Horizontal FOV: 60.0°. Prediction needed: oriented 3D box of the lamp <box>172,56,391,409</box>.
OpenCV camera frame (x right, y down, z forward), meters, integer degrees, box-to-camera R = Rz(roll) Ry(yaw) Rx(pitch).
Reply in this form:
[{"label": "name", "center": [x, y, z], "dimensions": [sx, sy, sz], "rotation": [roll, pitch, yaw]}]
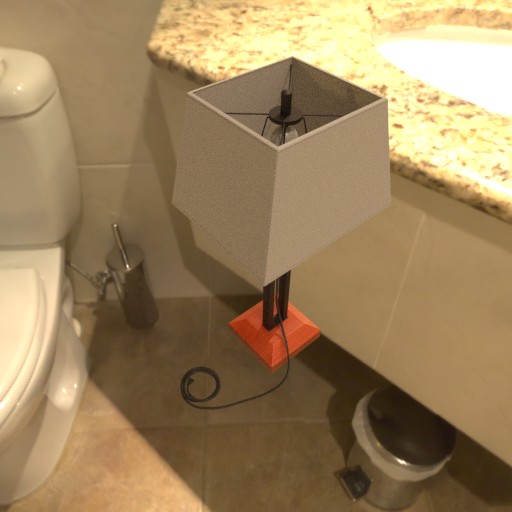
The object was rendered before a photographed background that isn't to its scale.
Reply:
[{"label": "lamp", "center": [0.000, 0.000, 1.005], "dimensions": [0.498, 0.737, 0.310], "rotation": [-31, 53, -26]}]
